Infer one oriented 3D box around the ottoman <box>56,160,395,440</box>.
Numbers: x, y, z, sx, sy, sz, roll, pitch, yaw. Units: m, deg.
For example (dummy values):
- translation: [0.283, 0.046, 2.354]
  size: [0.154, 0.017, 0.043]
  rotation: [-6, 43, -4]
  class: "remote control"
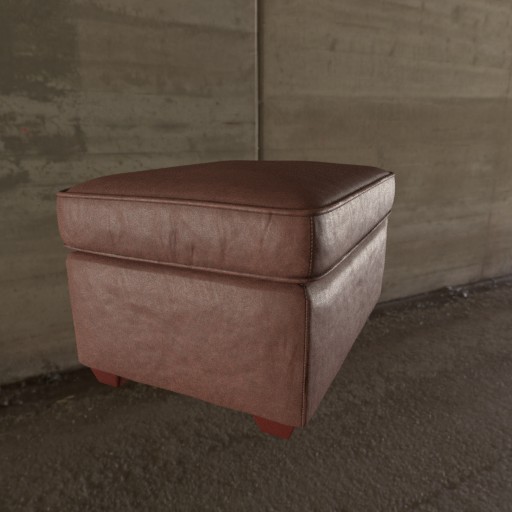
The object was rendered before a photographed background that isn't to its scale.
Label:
- translation: [0.000, 0.000, 1.086]
  size: [0.548, 0.449, 0.749]
  rotation: [7, 17, 24]
  class: "ottoman"
